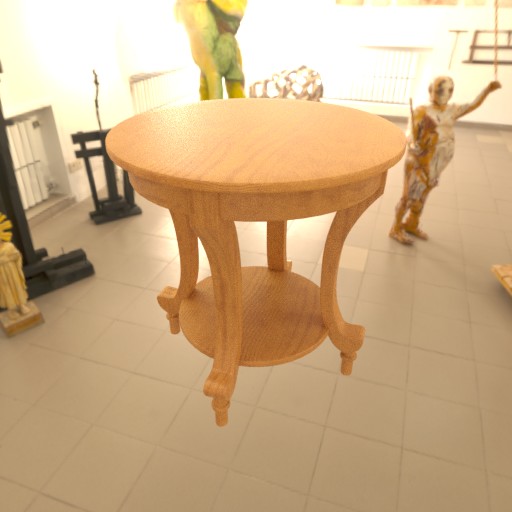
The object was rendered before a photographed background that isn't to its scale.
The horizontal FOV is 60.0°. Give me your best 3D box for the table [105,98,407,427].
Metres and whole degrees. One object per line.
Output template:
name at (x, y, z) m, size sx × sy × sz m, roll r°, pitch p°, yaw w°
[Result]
table at (0.000, 0.000, 1.070) m, size 0.597 × 0.612 × 0.597 m, roll 0°, pitch 31°, yaw 0°
